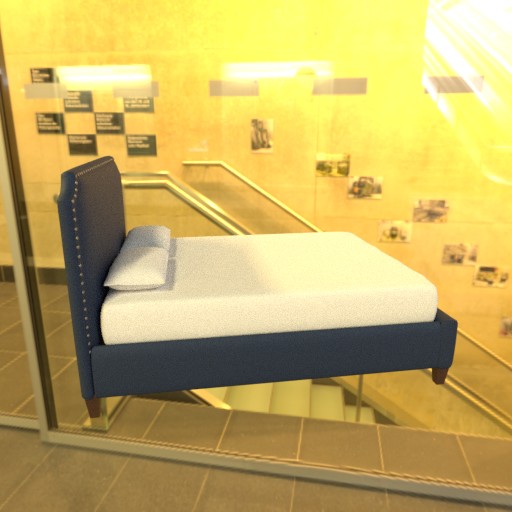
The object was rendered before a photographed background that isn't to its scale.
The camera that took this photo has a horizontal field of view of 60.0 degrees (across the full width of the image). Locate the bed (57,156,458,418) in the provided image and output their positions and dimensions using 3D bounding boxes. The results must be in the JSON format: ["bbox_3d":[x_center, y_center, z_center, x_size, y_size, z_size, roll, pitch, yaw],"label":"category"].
[{"bbox_3d":[0.000,0.000,3.379,2.372,1.443,1.712,-3,16,-9],"label":"bed"}]
